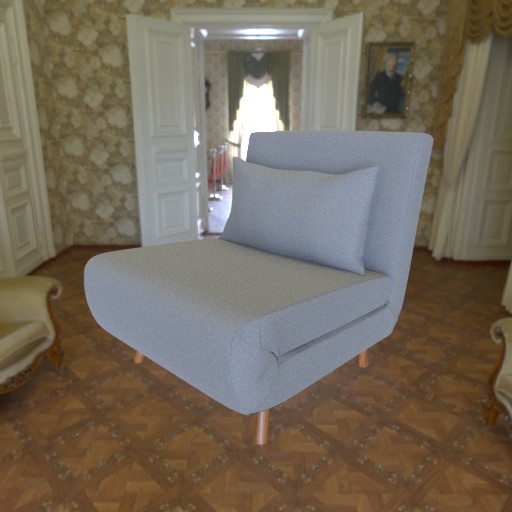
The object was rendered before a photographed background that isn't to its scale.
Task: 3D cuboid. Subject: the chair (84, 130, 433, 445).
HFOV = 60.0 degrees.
[{"bbox_3d":[0.000,0.000,1.486,0.770,0.808,0.902,15,22,42],"label":"chair"}]
